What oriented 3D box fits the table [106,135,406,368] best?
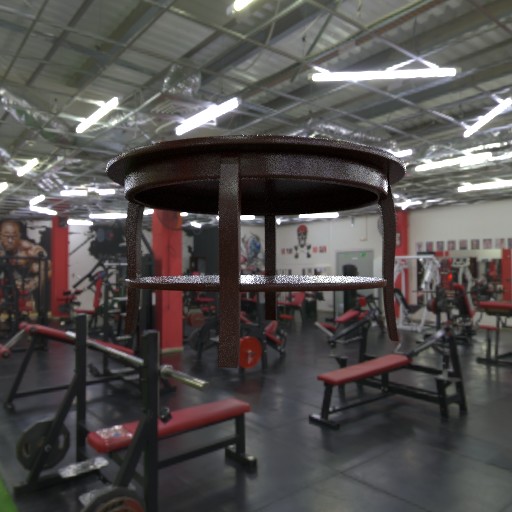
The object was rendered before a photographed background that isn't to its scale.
[{"bbox_3d":[0.000,0.000,1.418,0.911,0.512,0.911,0,-1,0],"label":"table"}]
